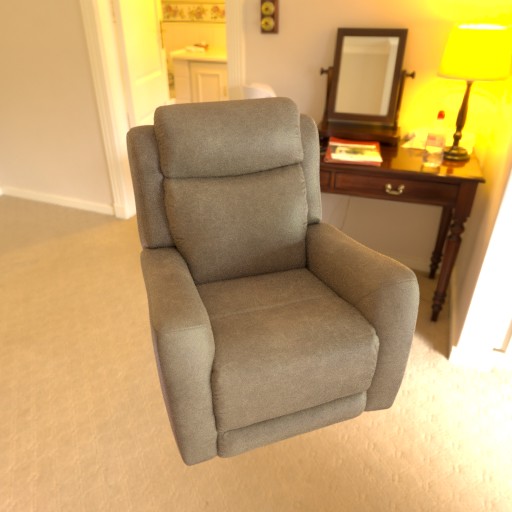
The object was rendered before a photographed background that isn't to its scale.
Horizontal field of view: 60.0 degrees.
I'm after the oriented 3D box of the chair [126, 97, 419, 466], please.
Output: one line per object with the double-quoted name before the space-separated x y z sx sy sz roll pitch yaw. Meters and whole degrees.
"chair" 0.000 0.000 1.886 0.965 1.116 1.068 -9 32 -15
